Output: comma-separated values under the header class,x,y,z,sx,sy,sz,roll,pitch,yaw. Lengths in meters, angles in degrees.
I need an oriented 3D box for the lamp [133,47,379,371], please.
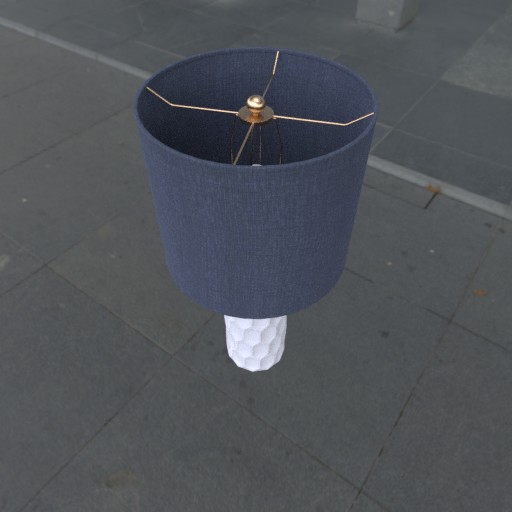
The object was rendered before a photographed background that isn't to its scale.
class,x,y,z,sx,sy,sz,roll,pitch,yaw
lamp,0.000,0.000,0.703,0.277,0.537,0.277,-30,54,-25
